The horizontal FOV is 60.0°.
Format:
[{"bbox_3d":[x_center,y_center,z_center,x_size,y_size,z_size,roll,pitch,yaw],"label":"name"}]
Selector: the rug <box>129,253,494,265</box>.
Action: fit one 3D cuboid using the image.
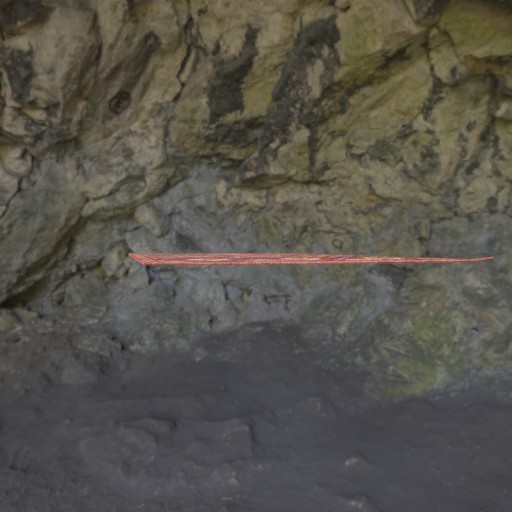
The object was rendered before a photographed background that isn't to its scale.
[{"bbox_3d":[0.000,0.000,2.839,1.521,0.026,2.286,0,1,-17],"label":"rug"}]
